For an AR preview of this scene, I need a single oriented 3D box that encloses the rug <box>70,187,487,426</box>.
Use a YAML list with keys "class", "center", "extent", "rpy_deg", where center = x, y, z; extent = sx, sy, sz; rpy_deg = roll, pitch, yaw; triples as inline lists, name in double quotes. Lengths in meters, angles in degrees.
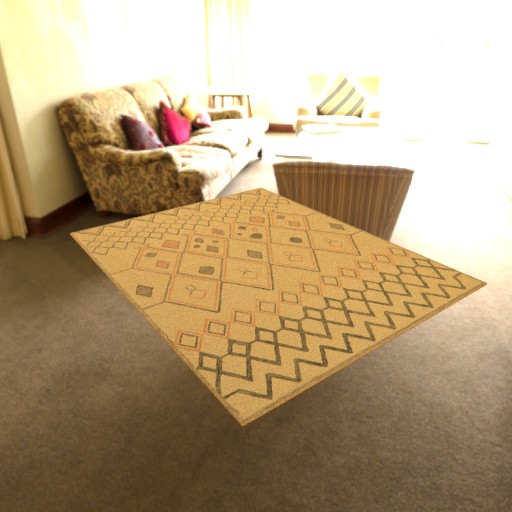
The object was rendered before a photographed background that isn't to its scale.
- class: "rug"
  center: [0.000, 0.000, 4.050]
  extent: [2.441, 0.016, 3.050]
  rpy_deg: [-19, 33, -32]
